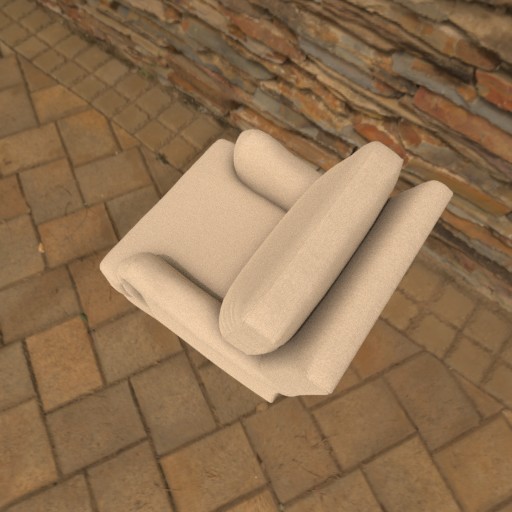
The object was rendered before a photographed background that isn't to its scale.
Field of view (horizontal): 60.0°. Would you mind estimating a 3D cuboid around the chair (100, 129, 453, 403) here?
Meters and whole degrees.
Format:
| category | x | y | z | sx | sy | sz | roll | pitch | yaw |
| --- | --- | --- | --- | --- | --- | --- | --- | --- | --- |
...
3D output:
| category | x | y | z | sx | sy | sz | roll | pitch | yaw |
| --- | --- | --- | --- | --- | --- | --- | --- | --- | --- |
| chair | 0.000 | 0.000 | 1.891 | 1.078 | 1.076 | 0.895 | 32 | 68 | 15 |
